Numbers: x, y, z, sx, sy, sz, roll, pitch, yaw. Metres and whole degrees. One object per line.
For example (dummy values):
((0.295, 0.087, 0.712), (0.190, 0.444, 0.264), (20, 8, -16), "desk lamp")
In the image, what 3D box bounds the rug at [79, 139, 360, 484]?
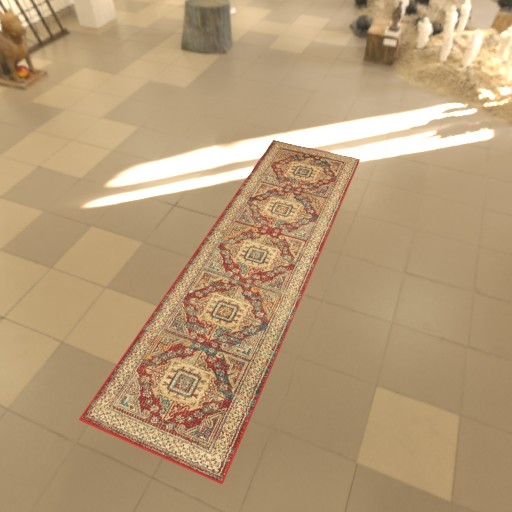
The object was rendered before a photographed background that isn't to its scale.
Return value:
((0.000, 0.000, 2.485), (0.659, 0.015, 2.292), (16, 49, 15), "rug")
